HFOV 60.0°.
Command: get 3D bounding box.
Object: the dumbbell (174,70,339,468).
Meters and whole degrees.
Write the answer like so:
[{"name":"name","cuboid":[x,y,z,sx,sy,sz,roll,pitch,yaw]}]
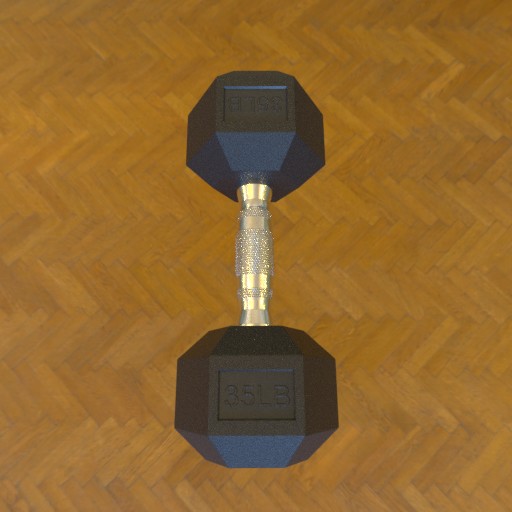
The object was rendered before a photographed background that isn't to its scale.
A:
[{"name":"dumbbell","cuboid":[0.000,0.000,0.421,0.141,0.123,0.356,0,74,0]}]
